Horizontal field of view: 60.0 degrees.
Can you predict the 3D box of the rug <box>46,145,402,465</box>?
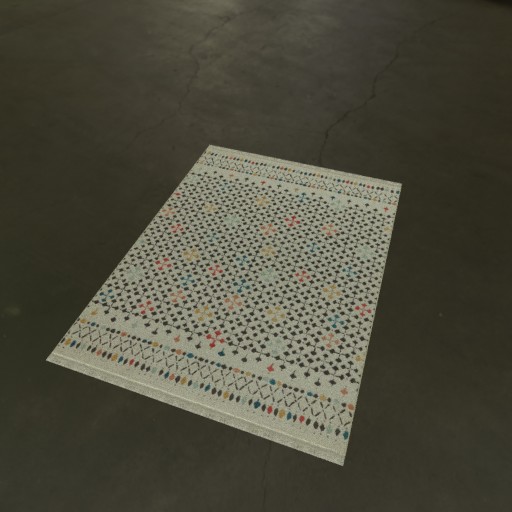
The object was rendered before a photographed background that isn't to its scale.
[{"bbox_3d":[0.000,0.000,4.229,2.354,0.007,3.196,14,49,13],"label":"rug"}]
